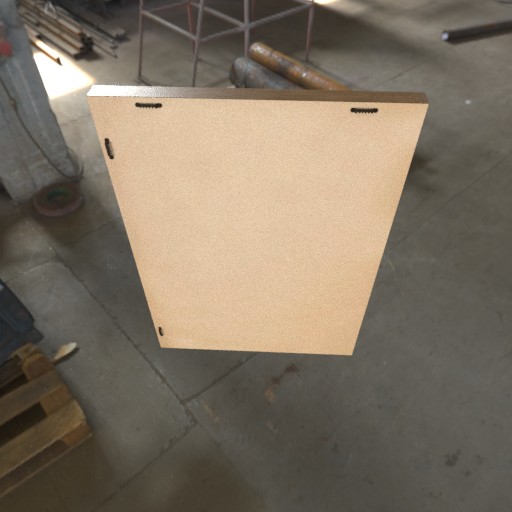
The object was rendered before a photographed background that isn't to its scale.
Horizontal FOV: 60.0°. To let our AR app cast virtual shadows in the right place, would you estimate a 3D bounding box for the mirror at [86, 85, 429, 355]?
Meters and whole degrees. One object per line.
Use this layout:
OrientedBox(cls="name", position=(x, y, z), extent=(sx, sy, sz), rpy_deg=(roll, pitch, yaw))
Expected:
OrientedBox(cls="mirror", position=(0.000, 0.000, 0.924), extent=(0.507, 0.710, 0.040), rpy_deg=(2, 47, 2))
